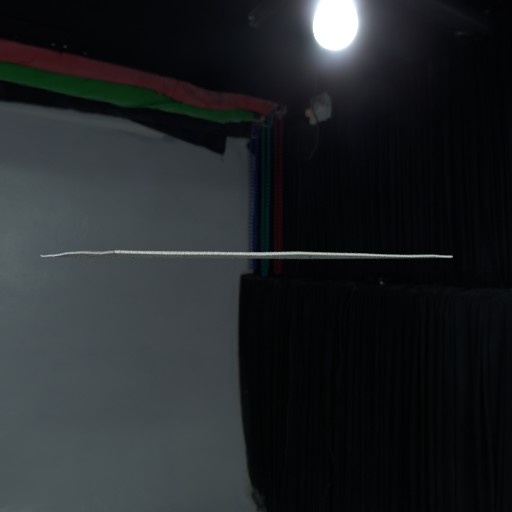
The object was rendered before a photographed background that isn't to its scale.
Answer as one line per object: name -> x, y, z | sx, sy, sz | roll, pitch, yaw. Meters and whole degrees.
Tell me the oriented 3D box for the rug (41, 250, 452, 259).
rug -> 0.000, 0.000, 1.076 | 0.869, 0.008, 0.511 | 1, -1, -36
